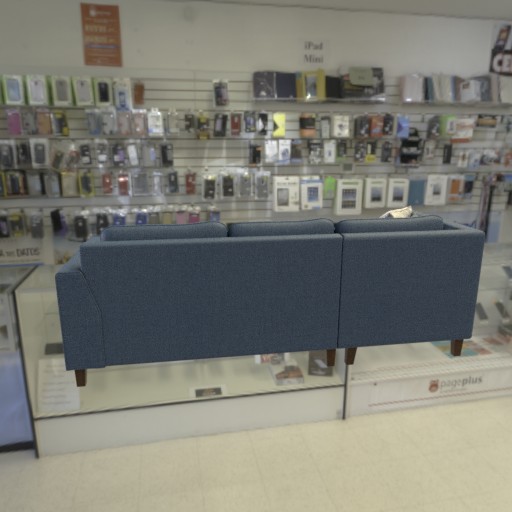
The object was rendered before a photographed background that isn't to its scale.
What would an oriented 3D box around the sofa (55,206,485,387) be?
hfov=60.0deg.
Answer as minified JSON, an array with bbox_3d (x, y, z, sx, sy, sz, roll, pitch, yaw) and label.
[{"bbox_3d":[0.000,0.000,3.067,2.120,0.787,1.829,-2,15,-9],"label":"sofa"}]
